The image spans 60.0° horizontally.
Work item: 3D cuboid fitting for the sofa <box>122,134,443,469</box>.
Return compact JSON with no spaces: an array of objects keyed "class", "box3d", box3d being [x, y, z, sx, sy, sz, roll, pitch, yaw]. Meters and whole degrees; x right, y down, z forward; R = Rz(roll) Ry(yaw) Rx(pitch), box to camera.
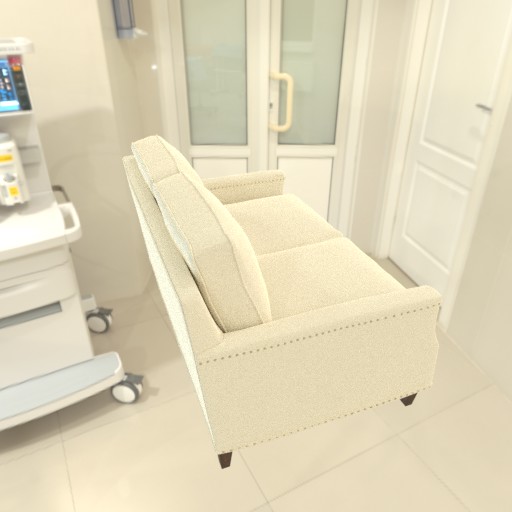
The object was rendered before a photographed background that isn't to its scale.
[{"class":"sofa","box3d":[0.000,0.000,2.251,1.084,1.003,1.597,-11,32,-18]}]
